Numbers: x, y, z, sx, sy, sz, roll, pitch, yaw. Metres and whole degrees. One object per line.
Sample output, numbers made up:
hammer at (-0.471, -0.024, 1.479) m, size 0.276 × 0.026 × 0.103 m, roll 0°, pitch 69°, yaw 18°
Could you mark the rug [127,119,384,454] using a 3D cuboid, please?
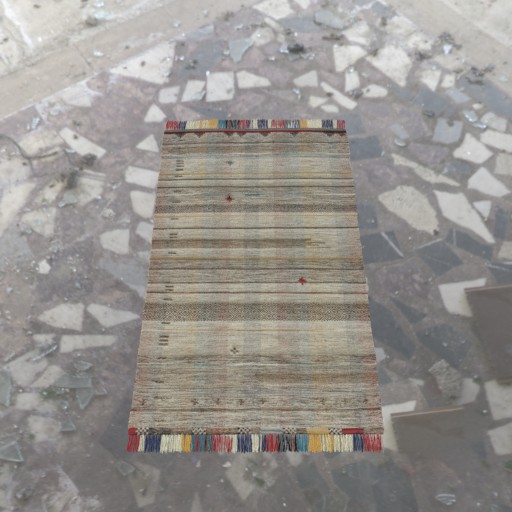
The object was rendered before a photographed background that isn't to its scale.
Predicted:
rug at (0.000, 0.000, 3.016) m, size 1.465 × 0.012 × 2.465 m, roll 0°, pitch 64°, yaw 0°
